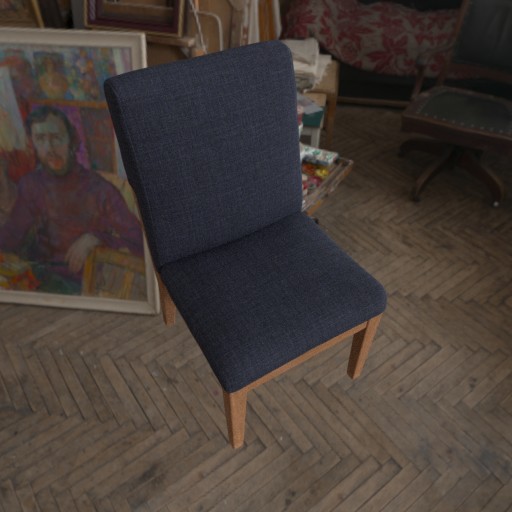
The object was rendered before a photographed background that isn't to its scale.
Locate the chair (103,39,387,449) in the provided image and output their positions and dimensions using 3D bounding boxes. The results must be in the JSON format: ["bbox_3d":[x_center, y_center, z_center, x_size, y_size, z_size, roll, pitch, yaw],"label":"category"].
[{"bbox_3d":[0.000,0.000,1.232,0.507,0.911,0.586,-23,50,-21],"label":"chair"}]
